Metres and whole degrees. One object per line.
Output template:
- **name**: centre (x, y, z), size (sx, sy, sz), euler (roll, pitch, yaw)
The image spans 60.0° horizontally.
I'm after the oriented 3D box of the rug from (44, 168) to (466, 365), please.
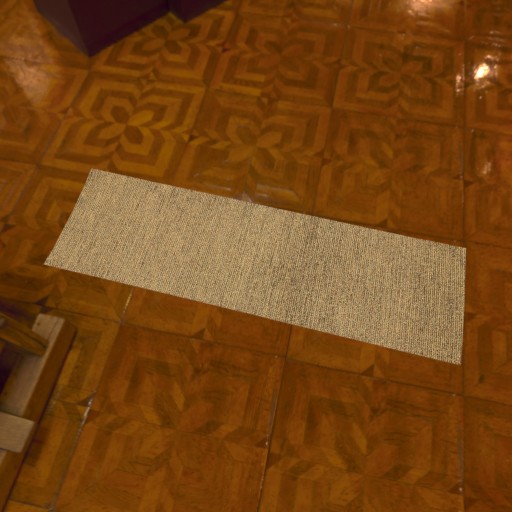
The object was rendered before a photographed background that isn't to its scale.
- **rug**: centre (0.000, 0.000, 2.535), size (2.335, 0.013, 0.697), euler (13, 64, 6)
